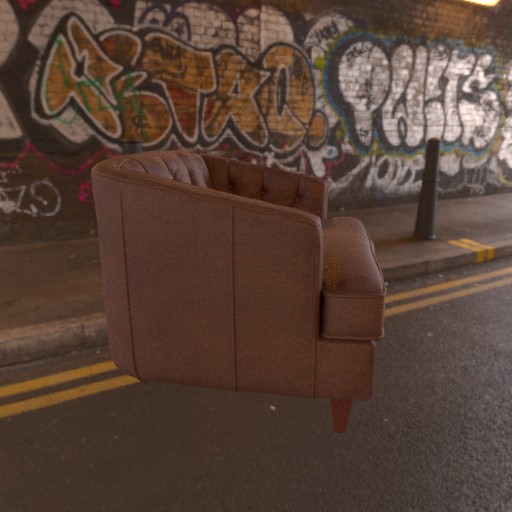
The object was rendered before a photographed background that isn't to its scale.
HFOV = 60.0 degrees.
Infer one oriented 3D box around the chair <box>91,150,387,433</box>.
[{"bbox_3d":[0.000,0.000,1.726,0.914,0.787,1.118,3,16,9],"label":"chair"}]
